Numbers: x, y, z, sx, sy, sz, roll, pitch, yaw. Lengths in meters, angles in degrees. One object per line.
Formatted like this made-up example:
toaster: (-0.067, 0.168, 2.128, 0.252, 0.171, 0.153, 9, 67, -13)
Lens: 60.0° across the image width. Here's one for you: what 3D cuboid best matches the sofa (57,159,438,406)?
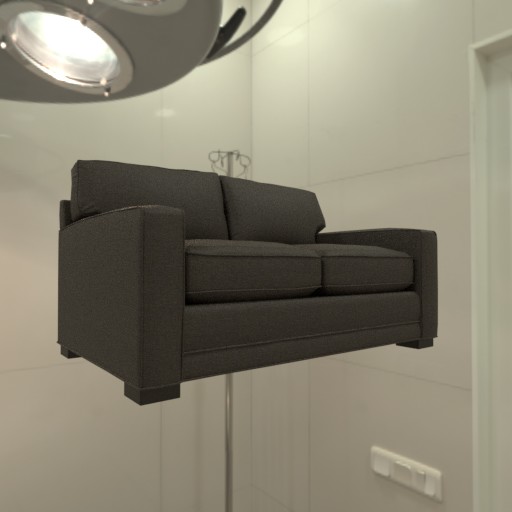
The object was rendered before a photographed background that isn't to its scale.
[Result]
sofa: (0.000, 0.000, 2.090, 1.534, 0.887, 0.974, 1, -1, -37)
